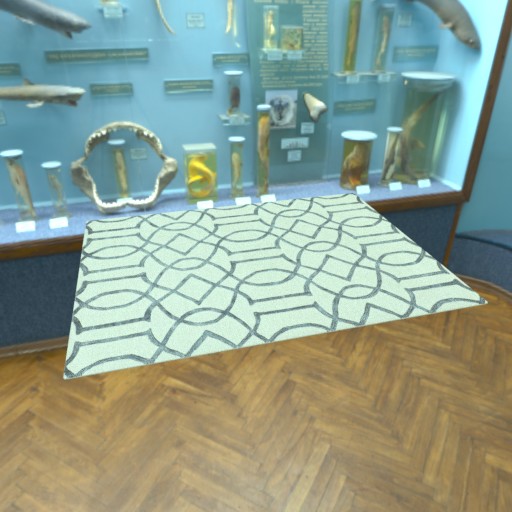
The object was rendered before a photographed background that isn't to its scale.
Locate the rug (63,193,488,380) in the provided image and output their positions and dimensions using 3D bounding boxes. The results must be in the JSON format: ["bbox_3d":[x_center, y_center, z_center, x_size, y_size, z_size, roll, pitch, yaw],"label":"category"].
[{"bbox_3d":[0.000,0.000,3.820,2.910,0.021,2.211,-8,31,-13],"label":"rug"}]
